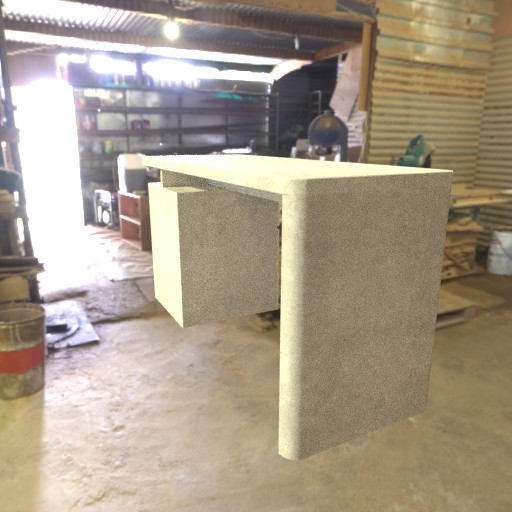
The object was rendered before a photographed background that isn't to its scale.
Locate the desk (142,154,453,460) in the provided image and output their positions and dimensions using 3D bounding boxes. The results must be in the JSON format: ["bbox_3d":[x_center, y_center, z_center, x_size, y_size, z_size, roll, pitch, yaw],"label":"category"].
[{"bbox_3d":[0.000,0.000,1.805,0.550,0.755,1.400,-8,17,-27],"label":"desk"}]
